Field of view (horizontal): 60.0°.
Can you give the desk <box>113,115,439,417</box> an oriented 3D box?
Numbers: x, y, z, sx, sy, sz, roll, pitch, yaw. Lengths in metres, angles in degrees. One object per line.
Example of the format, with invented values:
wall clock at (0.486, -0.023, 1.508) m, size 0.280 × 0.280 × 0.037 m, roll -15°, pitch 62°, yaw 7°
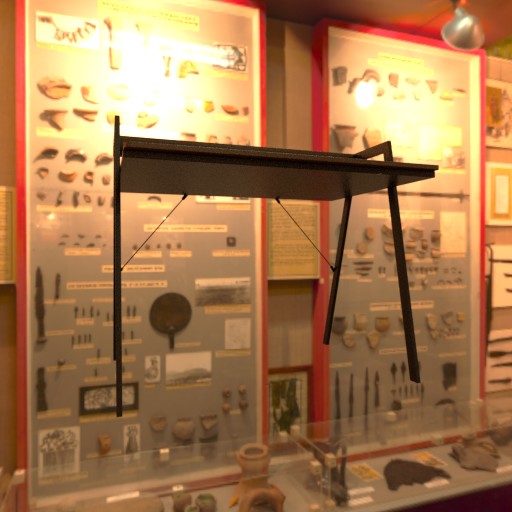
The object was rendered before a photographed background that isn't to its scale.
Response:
desk at (0.000, 0.000, 1.879) m, size 1.143 × 0.998 × 0.936 m, roll 0°, pitch 0°, yaw -19°
